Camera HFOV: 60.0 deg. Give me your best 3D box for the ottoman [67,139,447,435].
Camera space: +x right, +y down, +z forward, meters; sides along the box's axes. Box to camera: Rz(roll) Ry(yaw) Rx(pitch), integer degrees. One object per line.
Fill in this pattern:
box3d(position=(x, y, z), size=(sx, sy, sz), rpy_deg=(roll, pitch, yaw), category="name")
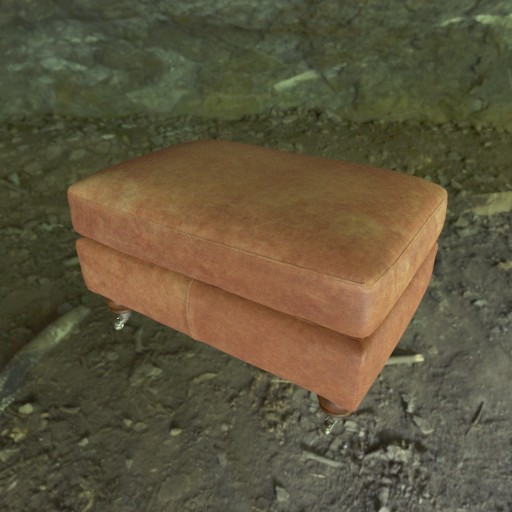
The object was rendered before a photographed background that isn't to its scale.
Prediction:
box3d(position=(0.000, 0.000, 1.205), size=(0.852, 0.507, 0.565), rpy_deg=(18, 34, 29), category="ottoman")
